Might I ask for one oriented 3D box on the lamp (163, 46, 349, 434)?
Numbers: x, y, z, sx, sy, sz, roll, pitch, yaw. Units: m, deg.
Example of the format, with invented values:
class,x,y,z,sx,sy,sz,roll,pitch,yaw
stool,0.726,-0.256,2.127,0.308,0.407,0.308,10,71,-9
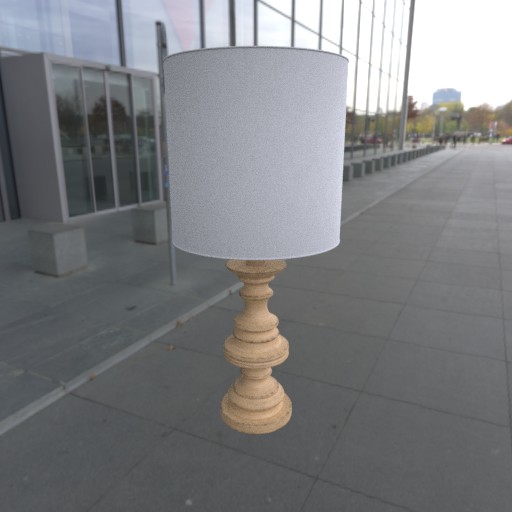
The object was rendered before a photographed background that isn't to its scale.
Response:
class,x,y,z,sx,sy,sz,roll,pitch,yaw
lamp,0.000,0.000,0.566,0.208,0.455,0.208,13,20,40
